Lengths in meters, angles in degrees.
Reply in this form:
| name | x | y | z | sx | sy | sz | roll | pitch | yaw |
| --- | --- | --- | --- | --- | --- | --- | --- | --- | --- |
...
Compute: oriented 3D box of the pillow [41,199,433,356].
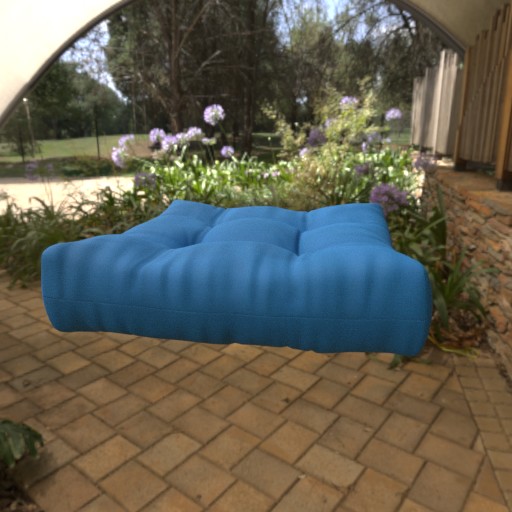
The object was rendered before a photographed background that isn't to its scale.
| name | x | y | z | sx | sy | sz | roll | pitch | yaw |
| --- | --- | --- | --- | --- | --- | --- | --- | --- | --- |
| pillow | 0.000 | 0.000 | 0.724 | 0.468 | 0.128 | 0.490 | 2 | 15 | 9 |
